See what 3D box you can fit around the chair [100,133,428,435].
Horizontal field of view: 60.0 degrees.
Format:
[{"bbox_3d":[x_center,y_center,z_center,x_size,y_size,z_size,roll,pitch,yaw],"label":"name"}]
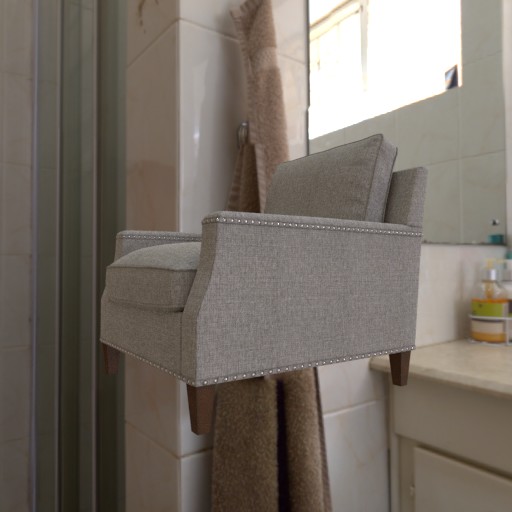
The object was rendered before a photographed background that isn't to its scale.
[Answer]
[{"bbox_3d":[0.000,0.000,1.726,1.014,0.943,0.853,1,-2,-35],"label":"chair"}]
